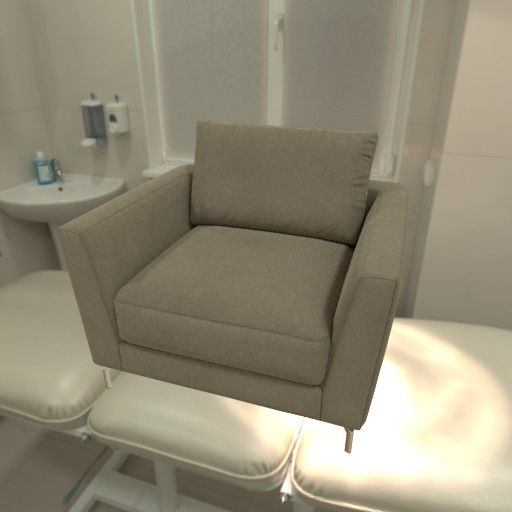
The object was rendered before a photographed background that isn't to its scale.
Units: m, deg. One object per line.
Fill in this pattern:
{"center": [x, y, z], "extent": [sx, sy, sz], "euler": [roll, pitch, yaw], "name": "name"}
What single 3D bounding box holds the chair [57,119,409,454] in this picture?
{"center": [0.000, 0.000, 1.659], "extent": [1.041, 0.864, 0.889], "euler": [9, 27, 17], "name": "chair"}
